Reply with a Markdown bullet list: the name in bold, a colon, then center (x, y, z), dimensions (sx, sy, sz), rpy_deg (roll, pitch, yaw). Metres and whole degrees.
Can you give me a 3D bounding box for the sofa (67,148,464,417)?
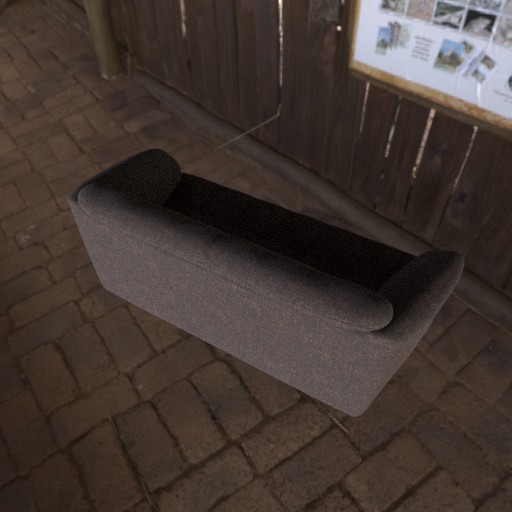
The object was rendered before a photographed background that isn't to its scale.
- **sofa**: center (0.000, 0.000, 2.274), dimensions (1.849, 0.790, 0.887), rpy_deg (23, 50, 21)
